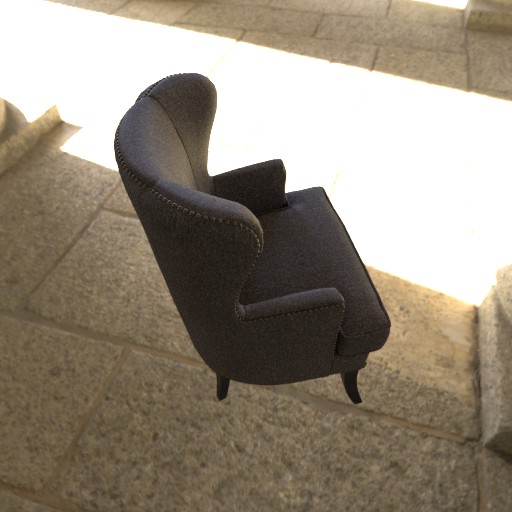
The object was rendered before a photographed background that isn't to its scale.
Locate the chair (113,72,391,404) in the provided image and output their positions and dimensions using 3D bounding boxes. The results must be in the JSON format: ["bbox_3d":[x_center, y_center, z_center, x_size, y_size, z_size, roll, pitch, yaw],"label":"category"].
[{"bbox_3d":[0.000,0.000,1.570,0.758,1.060,0.759,-9,47,-8],"label":"chair"}]
